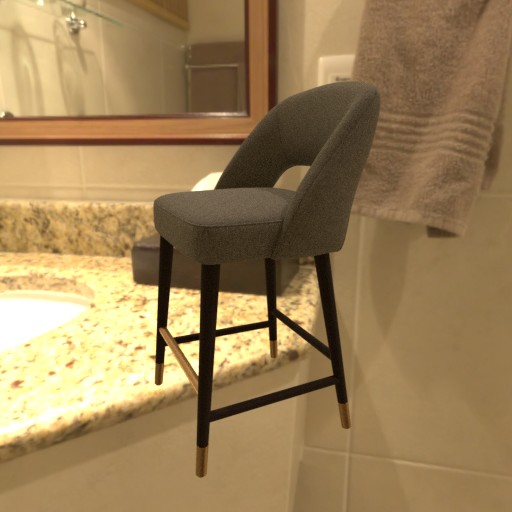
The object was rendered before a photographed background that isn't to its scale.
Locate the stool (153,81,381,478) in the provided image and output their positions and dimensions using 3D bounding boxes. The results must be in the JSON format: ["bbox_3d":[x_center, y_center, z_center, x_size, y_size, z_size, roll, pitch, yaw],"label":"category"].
[{"bbox_3d":[0.000,0.000,1.236,0.524,0.925,0.536,-7,17,-24],"label":"stool"}]
